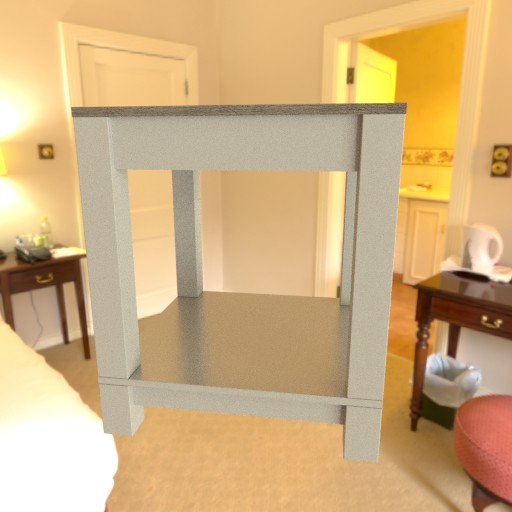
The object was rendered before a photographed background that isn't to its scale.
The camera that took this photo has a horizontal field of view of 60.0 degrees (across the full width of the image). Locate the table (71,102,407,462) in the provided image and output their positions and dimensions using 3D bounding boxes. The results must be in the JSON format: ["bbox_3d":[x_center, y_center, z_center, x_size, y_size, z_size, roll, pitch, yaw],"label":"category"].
[{"bbox_3d":[0.000,0.000,0.969,0.506,0.587,0.504,2,14,9],"label":"table"}]
